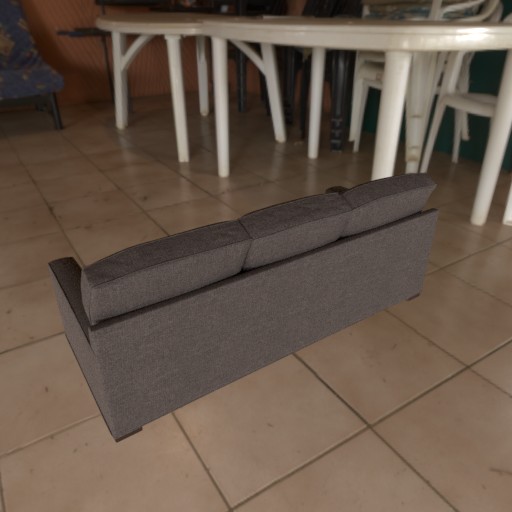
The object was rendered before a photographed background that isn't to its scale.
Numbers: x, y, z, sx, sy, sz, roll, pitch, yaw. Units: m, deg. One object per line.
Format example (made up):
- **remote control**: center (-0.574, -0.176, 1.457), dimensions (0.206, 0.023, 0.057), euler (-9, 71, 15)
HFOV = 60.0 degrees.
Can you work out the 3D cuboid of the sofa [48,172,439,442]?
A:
- **sofa**: center (0.000, 0.000, 2.911), dimensions (2.369, 0.978, 1.004), euler (-18, 34, -29)
